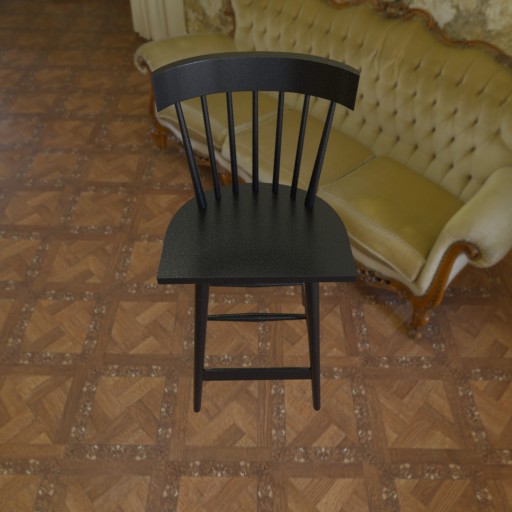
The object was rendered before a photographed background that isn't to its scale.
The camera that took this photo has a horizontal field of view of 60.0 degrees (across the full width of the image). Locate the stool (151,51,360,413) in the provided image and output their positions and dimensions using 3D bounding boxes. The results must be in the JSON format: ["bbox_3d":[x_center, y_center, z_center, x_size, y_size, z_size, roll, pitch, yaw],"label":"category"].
[{"bbox_3d":[0.000,0.000,1.327,0.482,1.092,0.483,-1,47,-1],"label":"stool"}]
